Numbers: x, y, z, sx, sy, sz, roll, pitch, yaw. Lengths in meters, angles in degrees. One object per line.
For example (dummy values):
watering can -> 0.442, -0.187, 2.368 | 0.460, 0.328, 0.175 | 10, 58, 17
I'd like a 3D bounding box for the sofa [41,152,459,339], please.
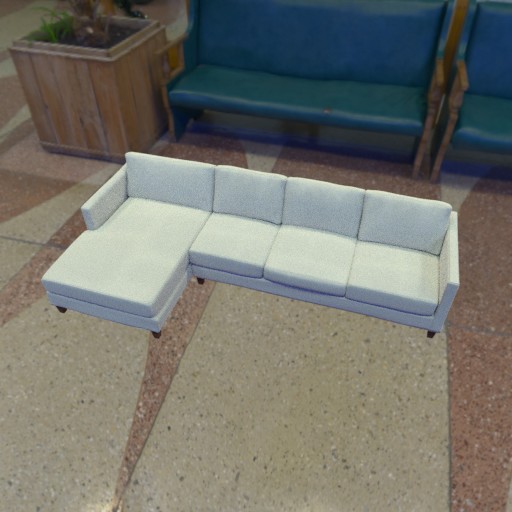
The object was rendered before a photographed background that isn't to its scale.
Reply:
sofa -> 0.000, 0.000, 3.791 | 3.186, 0.861, 1.625 | 12, 44, 13
